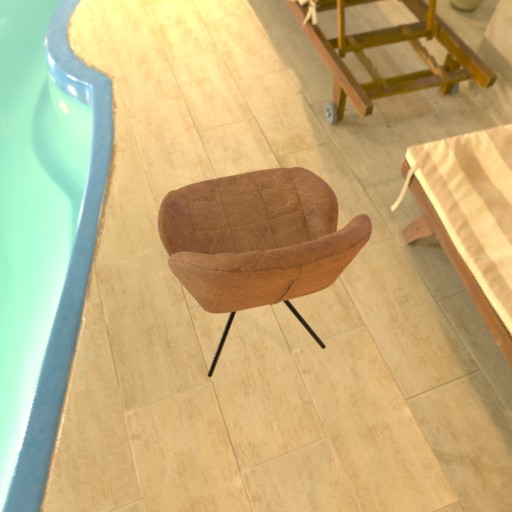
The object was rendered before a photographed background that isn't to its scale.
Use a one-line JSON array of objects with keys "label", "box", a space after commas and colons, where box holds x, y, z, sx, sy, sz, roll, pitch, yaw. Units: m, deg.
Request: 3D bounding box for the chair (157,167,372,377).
[{"label": "chair", "box": [0.000, 0.000, 1.334, 0.527, 0.929, 0.640, -12, 59, -8]}]
